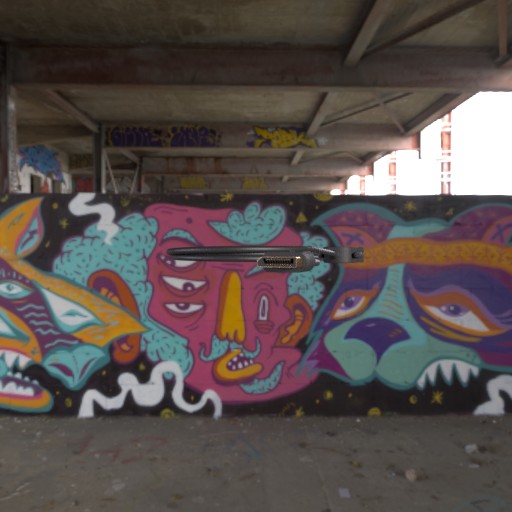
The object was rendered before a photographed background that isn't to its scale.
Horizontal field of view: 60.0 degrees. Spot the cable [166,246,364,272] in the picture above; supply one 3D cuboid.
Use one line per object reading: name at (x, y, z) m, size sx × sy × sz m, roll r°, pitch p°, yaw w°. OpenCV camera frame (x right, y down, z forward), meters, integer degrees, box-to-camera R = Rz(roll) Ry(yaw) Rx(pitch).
cable at (0.000, 0.000, 0.334) m, size 0.136 × 0.015 × 0.281 m, roll 0°, pitch 1°, yaw 19°
